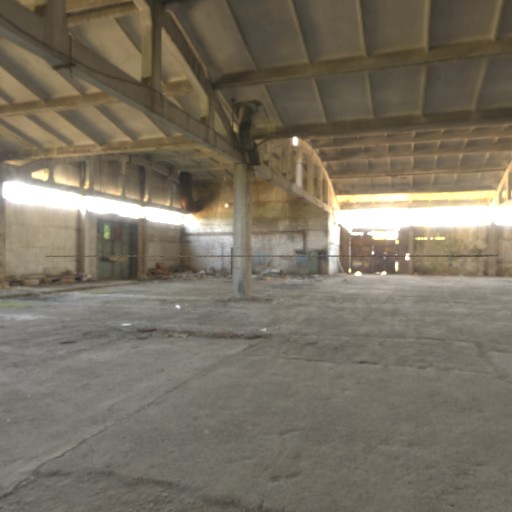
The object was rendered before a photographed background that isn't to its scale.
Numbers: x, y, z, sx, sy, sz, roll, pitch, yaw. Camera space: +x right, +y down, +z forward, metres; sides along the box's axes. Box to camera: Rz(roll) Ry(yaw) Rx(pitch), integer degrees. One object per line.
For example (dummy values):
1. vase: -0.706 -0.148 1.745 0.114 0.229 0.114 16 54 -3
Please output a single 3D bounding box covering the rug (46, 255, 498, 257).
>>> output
1. rug: 0.000 0.000 2.631 2.443 0.009 0.706 0 0 18
